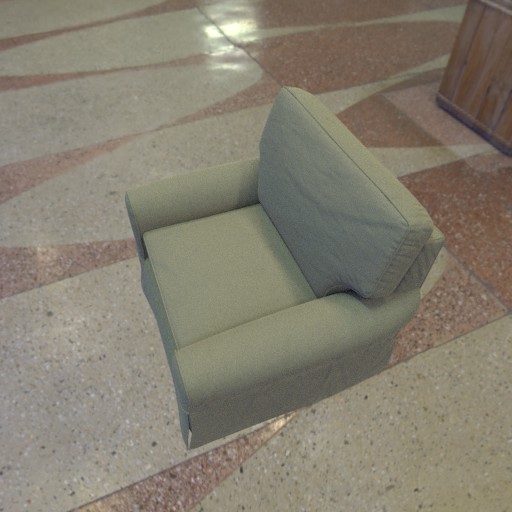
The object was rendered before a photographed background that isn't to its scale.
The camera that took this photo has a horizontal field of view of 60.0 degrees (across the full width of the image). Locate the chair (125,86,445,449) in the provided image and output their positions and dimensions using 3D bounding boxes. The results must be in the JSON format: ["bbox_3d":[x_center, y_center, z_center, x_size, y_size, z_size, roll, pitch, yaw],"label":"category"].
[{"bbox_3d":[0.000,0.000,1.885,0.988,1.017,1.135,-16,49,-14],"label":"chair"}]
